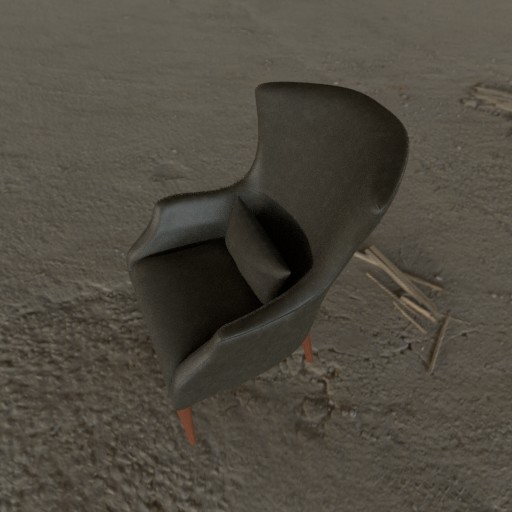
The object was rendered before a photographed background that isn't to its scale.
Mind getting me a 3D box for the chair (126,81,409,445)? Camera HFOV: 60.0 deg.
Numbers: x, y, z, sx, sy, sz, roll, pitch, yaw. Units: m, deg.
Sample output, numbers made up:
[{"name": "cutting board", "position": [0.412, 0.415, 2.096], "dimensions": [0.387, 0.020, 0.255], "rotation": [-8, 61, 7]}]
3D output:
[{"name": "chair", "position": [0.000, 0.000, 1.745], "dimensions": [0.954, 1.068, 0.819], "rotation": [-18, 48, -17]}]
